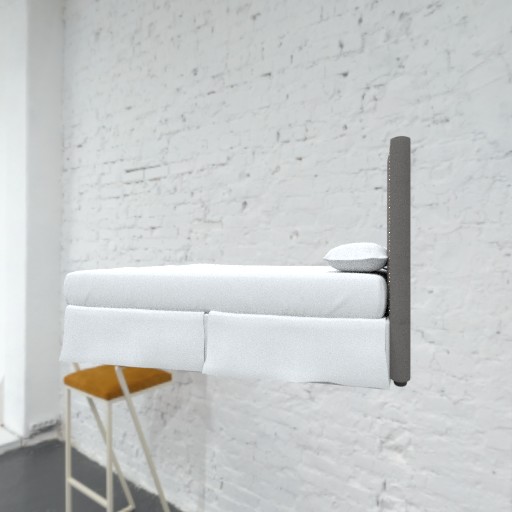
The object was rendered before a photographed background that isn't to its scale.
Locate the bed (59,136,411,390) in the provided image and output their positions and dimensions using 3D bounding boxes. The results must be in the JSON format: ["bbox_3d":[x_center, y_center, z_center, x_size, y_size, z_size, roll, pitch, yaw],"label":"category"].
[{"bbox_3d":[0.000,0.000,3.493,2.282,1.436,1.821,0,0,19],"label":"bed"}]
